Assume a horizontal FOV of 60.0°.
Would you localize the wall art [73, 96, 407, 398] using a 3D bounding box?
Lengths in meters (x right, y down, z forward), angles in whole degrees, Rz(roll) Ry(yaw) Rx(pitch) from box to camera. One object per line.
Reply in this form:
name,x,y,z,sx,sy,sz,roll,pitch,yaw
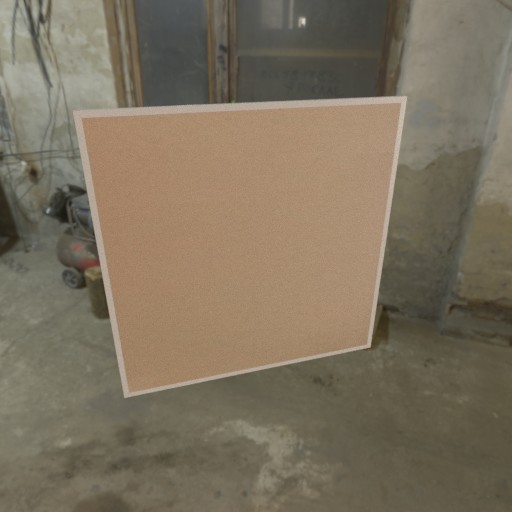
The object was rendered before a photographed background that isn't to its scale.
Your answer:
wall art,0.000,0.000,1.225,0.809,0.809,0.012,-8,28,-15
